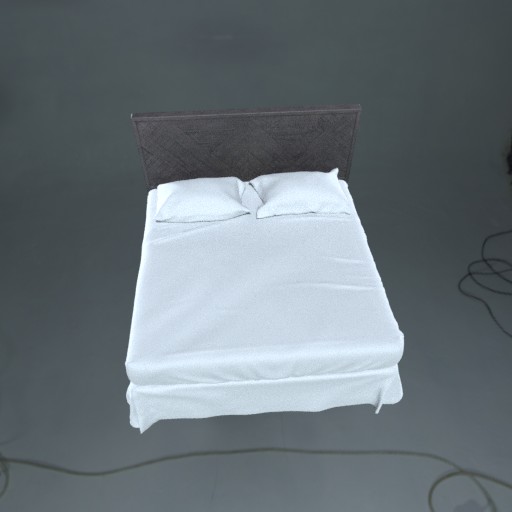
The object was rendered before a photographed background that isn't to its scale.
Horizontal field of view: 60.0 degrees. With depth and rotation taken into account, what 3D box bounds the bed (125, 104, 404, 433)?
[{"bbox_3d":[0.000,0.000,2.926,1.772,1.142,1.785,-3,47,-3],"label":"bed"}]
